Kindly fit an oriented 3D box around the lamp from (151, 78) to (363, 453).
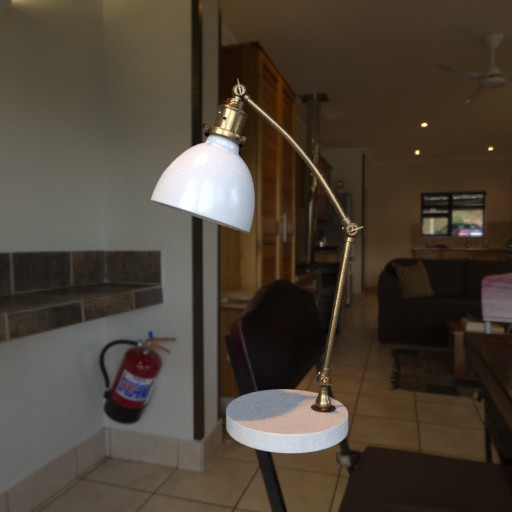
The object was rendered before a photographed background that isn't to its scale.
[{"bbox_3d":[0.000,0.000,0.676,0.317,0.522,0.186,0,1,-1],"label":"lamp"}]
